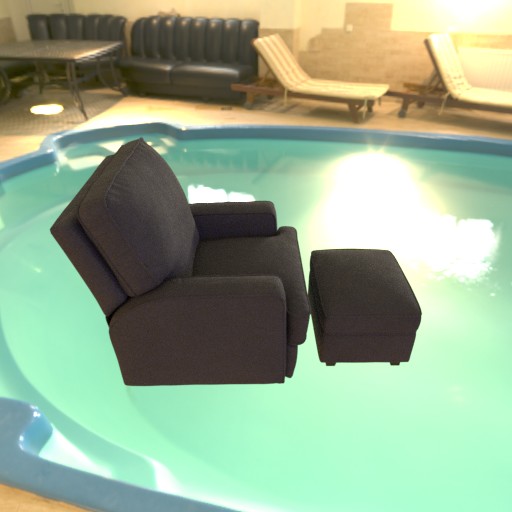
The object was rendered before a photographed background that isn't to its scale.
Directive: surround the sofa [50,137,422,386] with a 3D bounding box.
[{"bbox_3d":[0.000,0.000,2.075,1.472,0.959,0.861,0,33,-1],"label":"sofa"}]
